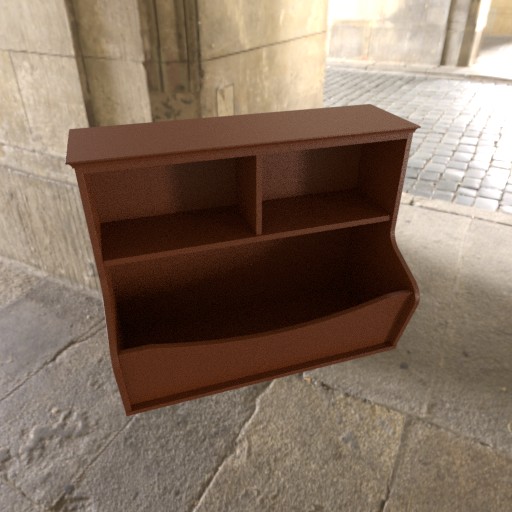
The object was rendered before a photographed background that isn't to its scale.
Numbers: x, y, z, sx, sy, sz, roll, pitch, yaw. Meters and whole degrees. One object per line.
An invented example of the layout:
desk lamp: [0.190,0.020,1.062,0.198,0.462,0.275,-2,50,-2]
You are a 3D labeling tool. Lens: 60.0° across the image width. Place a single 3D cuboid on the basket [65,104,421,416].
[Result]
basket: [0.000,0.000,1.148,0.792,0.625,0.376,-10,33,-15]
